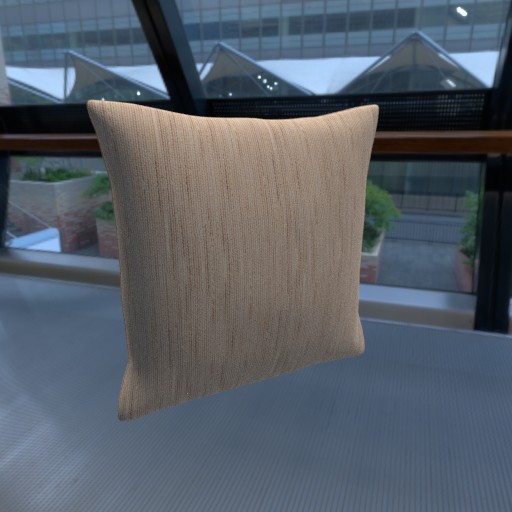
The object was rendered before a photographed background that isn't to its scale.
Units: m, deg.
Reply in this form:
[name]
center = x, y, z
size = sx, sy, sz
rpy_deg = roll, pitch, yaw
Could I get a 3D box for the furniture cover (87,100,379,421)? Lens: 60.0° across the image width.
[furniture cover]
center = 0.000, 0.000, 0.772
size = 0.512, 0.506, 0.178
rpy_deg = -8, 19, -25
